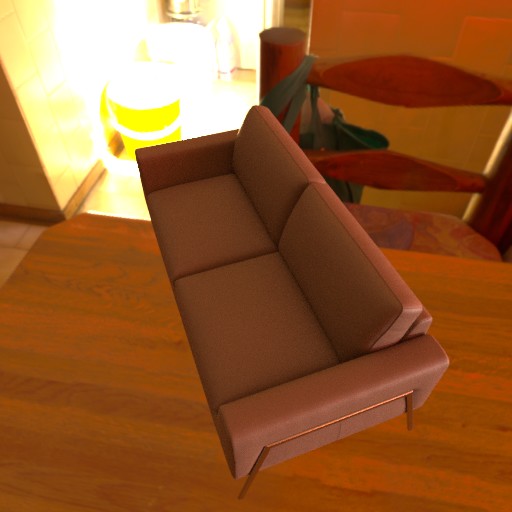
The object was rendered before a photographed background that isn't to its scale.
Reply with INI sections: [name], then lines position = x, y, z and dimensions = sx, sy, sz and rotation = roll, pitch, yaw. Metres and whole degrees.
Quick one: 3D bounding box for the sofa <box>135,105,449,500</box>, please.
[sofa]
position = 0.000, 0.000, 2.443
dimensions = 0.953, 0.875, 2.017
rotation = -15, 48, -14
